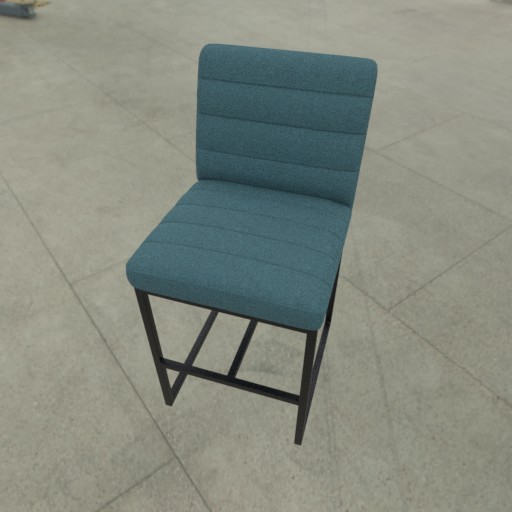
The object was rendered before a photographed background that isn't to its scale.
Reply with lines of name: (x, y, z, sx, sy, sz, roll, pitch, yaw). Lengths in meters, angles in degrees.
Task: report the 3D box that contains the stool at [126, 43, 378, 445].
stool: (0.000, 0.000, 1.221, 0.460, 0.940, 0.560, 12, 43, 13)
